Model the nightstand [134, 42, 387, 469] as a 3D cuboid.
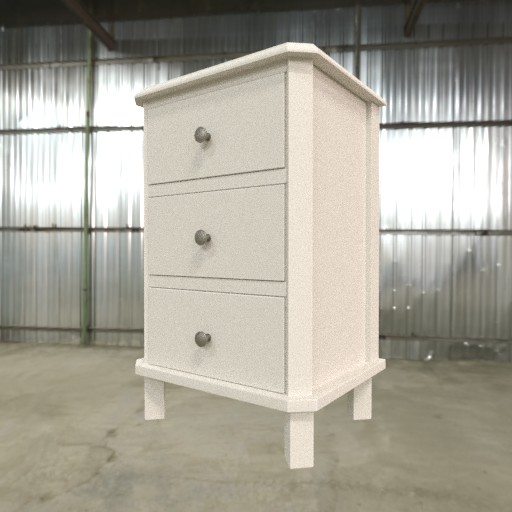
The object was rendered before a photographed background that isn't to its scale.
[{"bbox_3d":[0.000,0.000,0.935,0.435,0.681,0.351,1,1,36],"label":"nightstand"}]
